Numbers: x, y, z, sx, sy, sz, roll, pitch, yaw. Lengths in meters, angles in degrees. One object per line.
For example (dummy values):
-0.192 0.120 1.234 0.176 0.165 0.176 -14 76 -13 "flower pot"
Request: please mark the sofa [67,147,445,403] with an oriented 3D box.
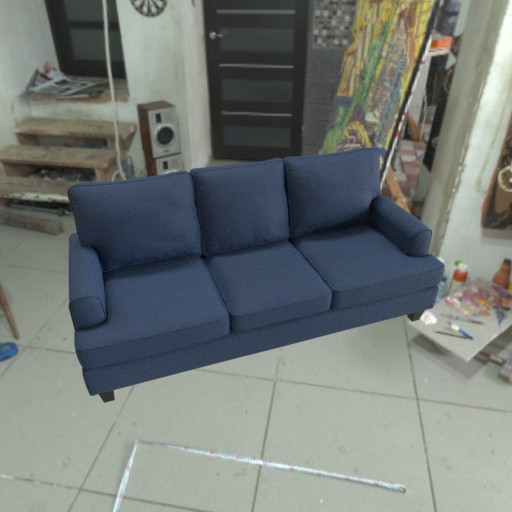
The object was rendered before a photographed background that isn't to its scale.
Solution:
0.000 0.000 2.740 2.158 0.965 0.951 -11 34 -16 "sofa"
